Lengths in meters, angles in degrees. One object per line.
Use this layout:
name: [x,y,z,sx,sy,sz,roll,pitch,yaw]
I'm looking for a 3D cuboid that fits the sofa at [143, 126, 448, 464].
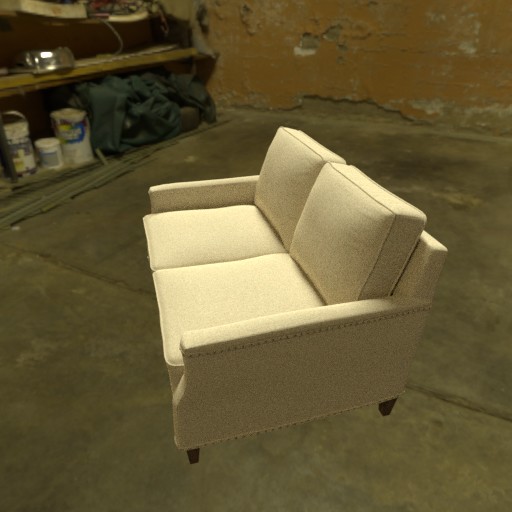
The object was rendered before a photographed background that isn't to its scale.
sofa: [0.000,0.000,2.309,1.084,1.003,1.597,-8,31,-14]
